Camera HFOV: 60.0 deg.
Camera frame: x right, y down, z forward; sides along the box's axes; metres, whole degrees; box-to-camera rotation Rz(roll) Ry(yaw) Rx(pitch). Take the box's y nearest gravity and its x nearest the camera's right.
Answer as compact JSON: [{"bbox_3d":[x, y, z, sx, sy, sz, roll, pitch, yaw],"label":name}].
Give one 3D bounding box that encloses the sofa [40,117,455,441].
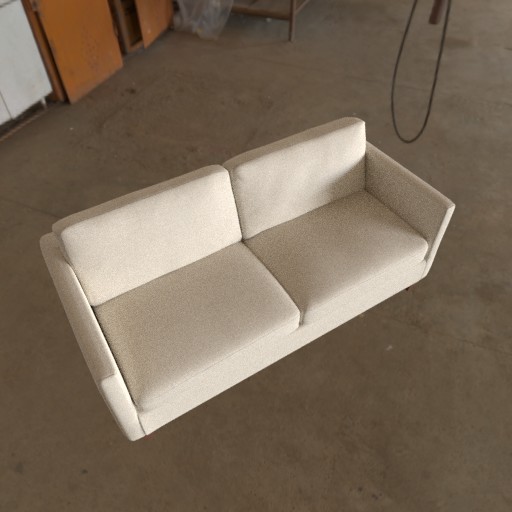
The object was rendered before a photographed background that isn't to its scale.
[{"bbox_3d":[0.000,0.000,2.453,1.981,0.889,0.965,-24,52,-21],"label":"sofa"}]
